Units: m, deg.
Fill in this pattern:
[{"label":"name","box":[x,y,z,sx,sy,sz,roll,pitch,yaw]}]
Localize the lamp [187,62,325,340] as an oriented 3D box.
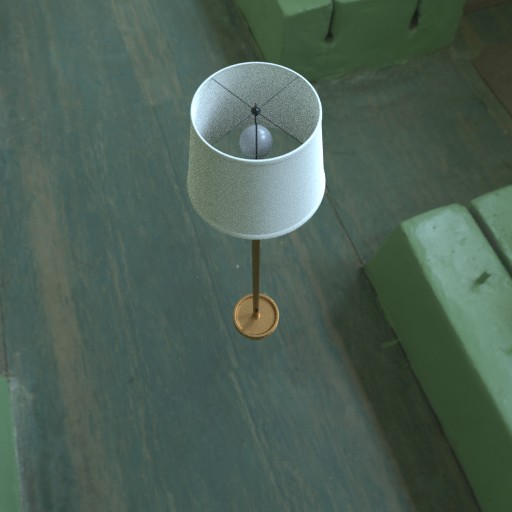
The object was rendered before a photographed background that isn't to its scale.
[{"label":"lamp","box":[0.000,0.000,0.781,0.178,0.710,0.178,0,64,0]}]
